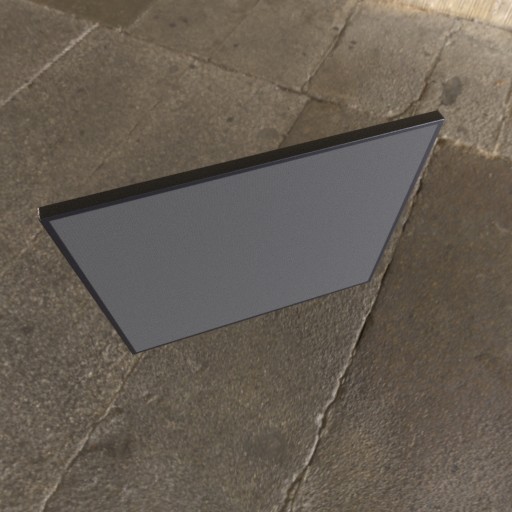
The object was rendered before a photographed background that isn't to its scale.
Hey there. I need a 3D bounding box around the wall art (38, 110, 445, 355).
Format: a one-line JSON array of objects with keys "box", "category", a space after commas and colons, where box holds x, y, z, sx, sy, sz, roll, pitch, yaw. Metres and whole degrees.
[{"box": [0.000, 0.000, 0.736, 0.521, 0.450, 0.018, -16, 59, -10], "category": "wall art"}]
